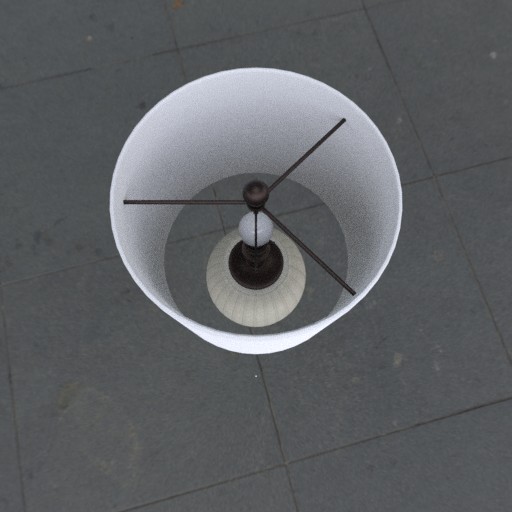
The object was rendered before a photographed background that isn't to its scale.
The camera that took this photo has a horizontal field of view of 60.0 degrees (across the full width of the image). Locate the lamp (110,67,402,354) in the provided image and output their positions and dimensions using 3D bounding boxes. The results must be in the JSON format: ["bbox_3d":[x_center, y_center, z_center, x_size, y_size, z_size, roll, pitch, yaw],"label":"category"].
[{"bbox_3d":[0.000,0.000,0.759,0.329,0.570,0.329,0,75,0],"label":"lamp"}]
